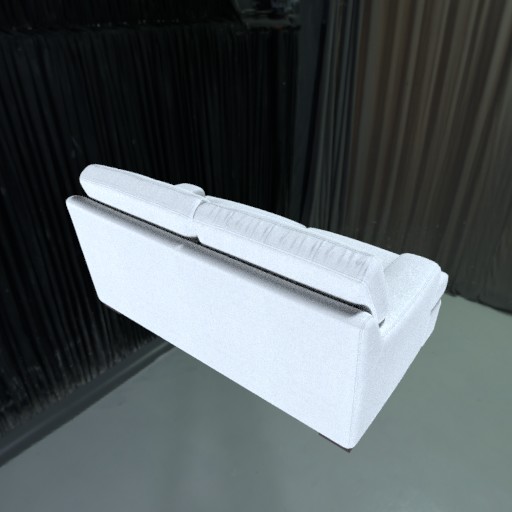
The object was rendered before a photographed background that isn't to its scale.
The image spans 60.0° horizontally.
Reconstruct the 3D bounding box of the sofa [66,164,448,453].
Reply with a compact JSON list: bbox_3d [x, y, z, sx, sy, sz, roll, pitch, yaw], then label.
[{"bbox_3d":[0.000,0.000,2.496,1.880,0.940,1.143,21,36,32],"label":"sofa"}]
